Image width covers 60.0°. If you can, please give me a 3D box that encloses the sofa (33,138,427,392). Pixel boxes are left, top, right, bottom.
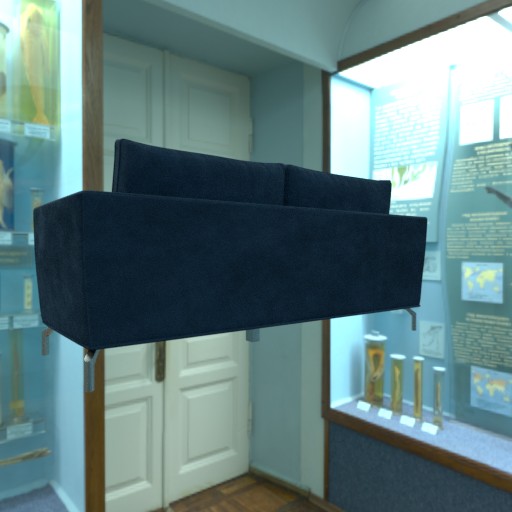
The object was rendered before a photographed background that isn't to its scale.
[{"bbox_3d":[0.000,0.000,2.581,2.212,0.998,0.853,-1,1,-37],"label":"sofa"}]
